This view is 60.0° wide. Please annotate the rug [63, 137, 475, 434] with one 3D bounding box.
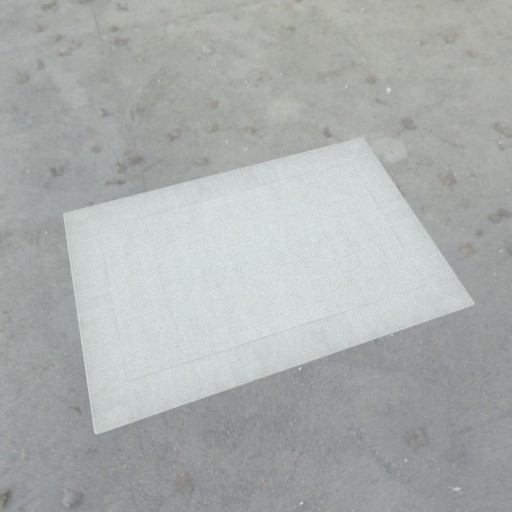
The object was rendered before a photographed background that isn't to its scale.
[{"bbox_3d":[0.000,0.000,2.295,1.829,0.013,1.219,-16,59,-10],"label":"rug"}]
